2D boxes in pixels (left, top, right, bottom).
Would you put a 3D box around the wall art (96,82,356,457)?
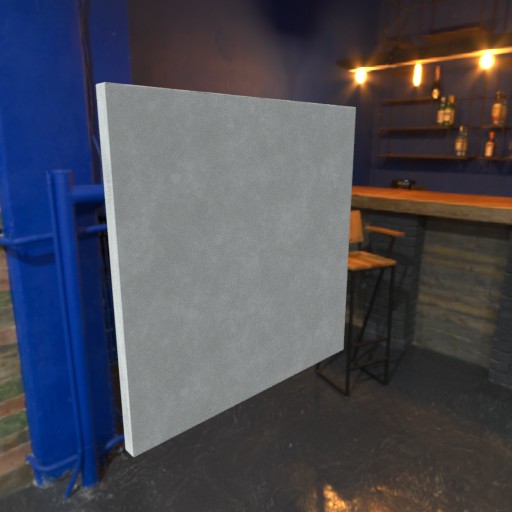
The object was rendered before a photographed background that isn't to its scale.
[{"bbox_3d":[0.000,0.000,0.450,0.303,0.303,0.015,-13,19,-42],"label":"wall art"}]
